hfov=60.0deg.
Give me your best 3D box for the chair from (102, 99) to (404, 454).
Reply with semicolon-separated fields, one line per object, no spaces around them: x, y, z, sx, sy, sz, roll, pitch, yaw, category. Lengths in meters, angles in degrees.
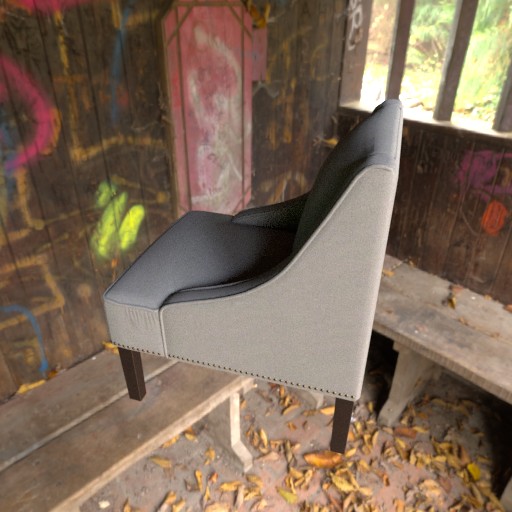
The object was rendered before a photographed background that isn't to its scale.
0.000;0.000;1.380;0.747;0.867;0.631;9;32;15;chair
